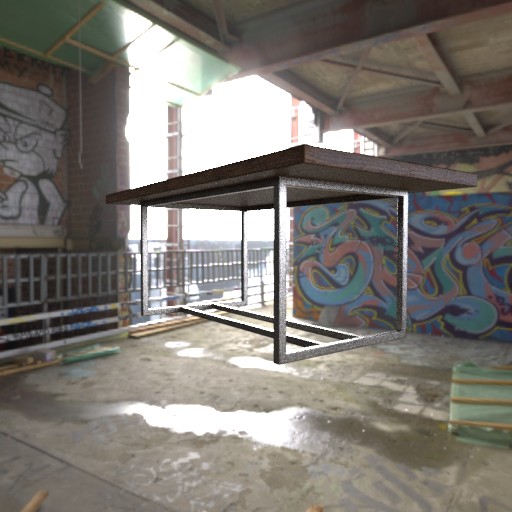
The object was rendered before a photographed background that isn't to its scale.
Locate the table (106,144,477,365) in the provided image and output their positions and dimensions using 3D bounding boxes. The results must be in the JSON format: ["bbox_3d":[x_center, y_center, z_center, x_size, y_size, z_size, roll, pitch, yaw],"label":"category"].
[{"bbox_3d":[0.000,0.000,2.540,1.078,0.795,1.989,-1,3,-36],"label":"table"}]
